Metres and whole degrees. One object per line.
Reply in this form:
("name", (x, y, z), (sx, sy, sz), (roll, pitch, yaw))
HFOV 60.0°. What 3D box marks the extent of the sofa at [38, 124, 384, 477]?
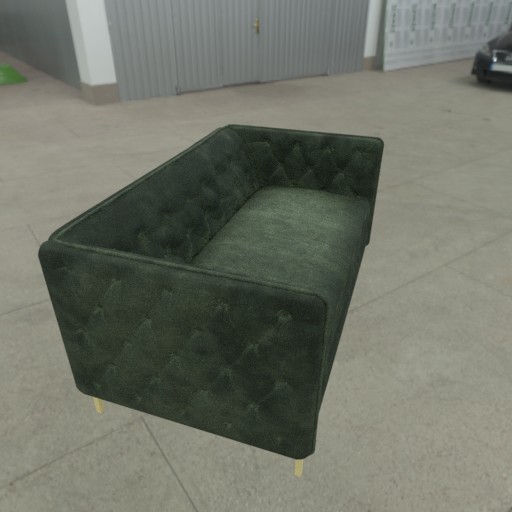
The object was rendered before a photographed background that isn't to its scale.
("sofa", (0.000, 0.000, 1.986), (0.895, 0.768, 1.537), (10, 32, 17))
